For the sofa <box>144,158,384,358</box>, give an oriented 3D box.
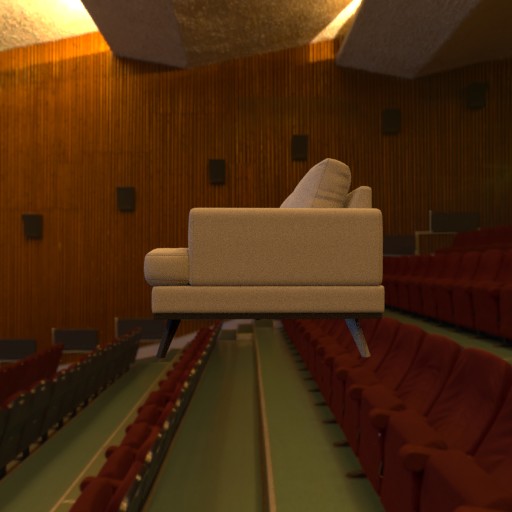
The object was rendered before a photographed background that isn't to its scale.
[{"bbox_3d":[0.000,0.000,2.820,0.920,0.810,2.310,0,-1,-2],"label":"sofa"}]
